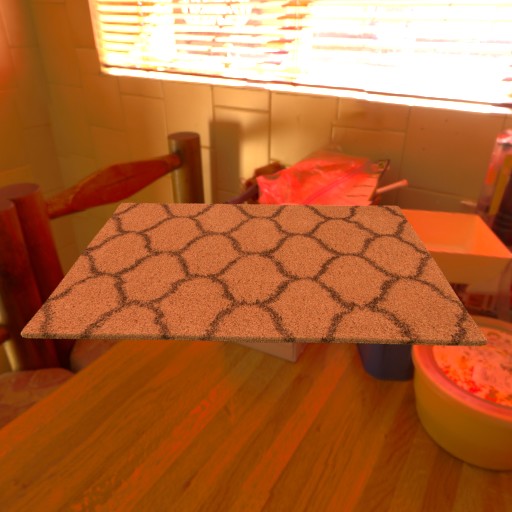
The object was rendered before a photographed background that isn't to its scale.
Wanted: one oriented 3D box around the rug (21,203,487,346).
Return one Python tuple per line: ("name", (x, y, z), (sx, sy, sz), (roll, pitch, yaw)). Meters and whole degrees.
("rug", (0.000, 0.000, 2.035), (1.600, 0.025, 1.200), (1, 29, 1))
